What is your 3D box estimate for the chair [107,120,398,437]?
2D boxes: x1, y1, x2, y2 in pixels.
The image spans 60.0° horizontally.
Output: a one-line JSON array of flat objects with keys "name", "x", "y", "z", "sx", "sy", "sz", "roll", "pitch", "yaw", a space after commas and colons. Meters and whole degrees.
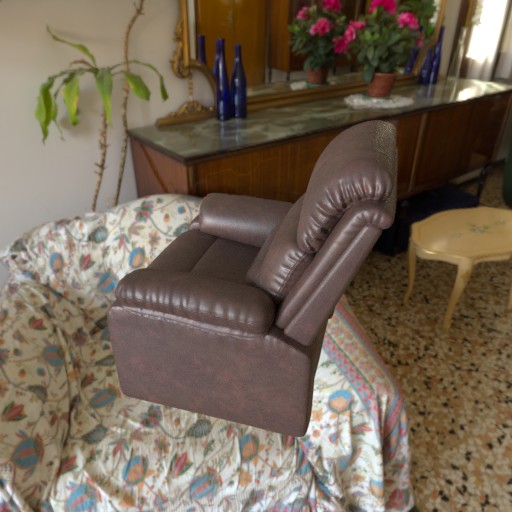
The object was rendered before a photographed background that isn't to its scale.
[{"name": "chair", "x": 0.000, "y": 0.000, "z": 1.673, "sx": 0.919, "sy": 0.992, "sz": 0.855, "roll": 8, "pitch": 31, "yaw": 14}]
